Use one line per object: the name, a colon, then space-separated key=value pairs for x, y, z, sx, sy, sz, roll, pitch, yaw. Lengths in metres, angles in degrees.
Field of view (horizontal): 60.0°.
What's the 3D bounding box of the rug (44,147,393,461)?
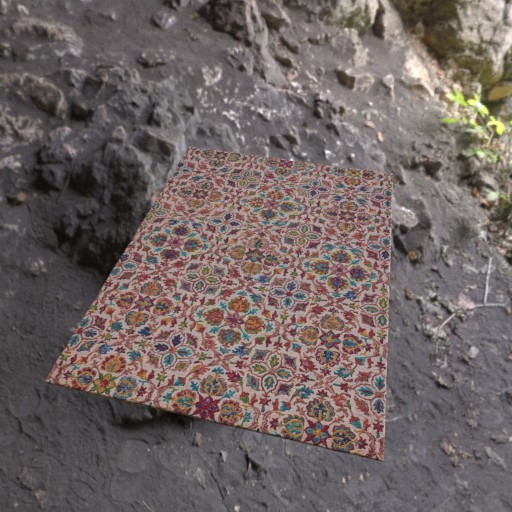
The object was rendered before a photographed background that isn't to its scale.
rug: x=0.000 y=0.000 z=4.133 sx=2.446 sy=0.020 sz=3.215 roll=10 pitch=47 yaw=9
